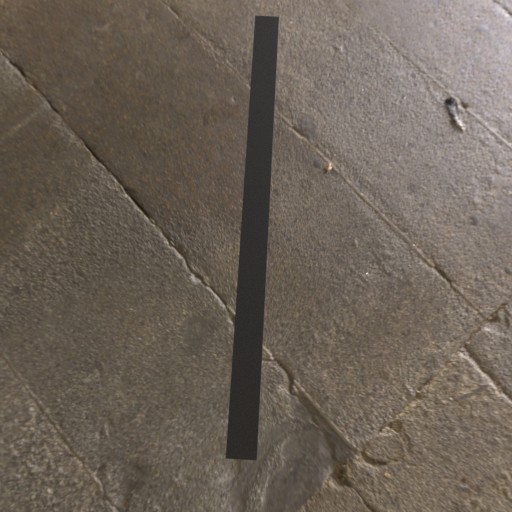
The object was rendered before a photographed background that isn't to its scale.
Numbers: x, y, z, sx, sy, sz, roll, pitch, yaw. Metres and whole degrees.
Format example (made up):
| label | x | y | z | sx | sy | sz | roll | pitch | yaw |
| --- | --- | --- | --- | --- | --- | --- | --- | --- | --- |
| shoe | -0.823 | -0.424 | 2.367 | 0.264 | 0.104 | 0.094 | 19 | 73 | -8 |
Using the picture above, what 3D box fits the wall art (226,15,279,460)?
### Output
| label | x | y | z | sx | sy | sz | roll | pitch | yaw |
| --- | --- | --- | --- | --- | --- | --- | --- | --- | --- |
| wall art | 0.000 | 0.000 | 0.545 | 0.024 | 0.329 | 0.404 | 3 | 76 | 1 |
